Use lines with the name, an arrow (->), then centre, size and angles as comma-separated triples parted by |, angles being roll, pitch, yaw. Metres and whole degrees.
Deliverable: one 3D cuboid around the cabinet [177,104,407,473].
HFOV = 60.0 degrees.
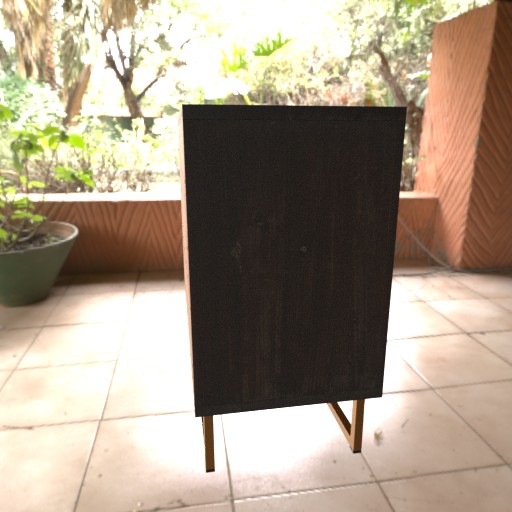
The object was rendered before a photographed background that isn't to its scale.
cabinet -> 0.000, 0.000, 1.422 | 0.451, 0.860, 0.950 | -3, 16, -10
